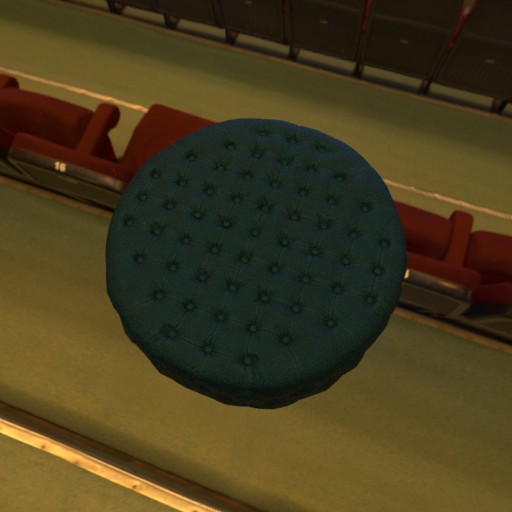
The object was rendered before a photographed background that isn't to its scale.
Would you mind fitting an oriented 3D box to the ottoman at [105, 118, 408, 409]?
[{"bbox_3d":[0.000,0.000,1.571,0.998,0.398,0.998,0,64,0],"label":"ottoman"}]
